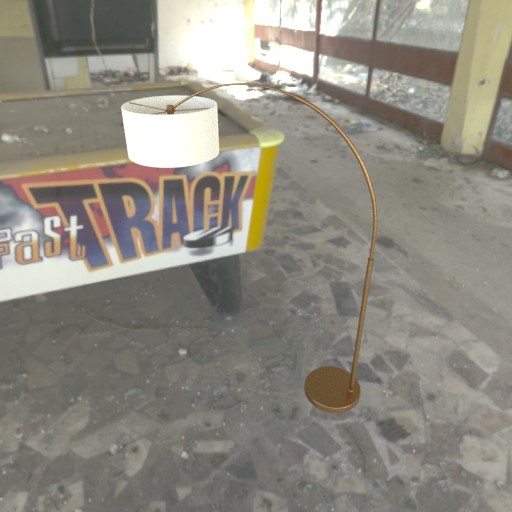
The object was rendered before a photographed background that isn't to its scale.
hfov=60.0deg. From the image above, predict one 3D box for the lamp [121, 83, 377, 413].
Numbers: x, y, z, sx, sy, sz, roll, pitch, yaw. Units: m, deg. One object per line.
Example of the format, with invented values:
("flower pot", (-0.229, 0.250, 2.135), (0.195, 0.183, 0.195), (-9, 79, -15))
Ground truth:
("lamp", (0.000, 0.000, 2.628), (1.434, 1.927, 0.493), (8, 31, 14))
